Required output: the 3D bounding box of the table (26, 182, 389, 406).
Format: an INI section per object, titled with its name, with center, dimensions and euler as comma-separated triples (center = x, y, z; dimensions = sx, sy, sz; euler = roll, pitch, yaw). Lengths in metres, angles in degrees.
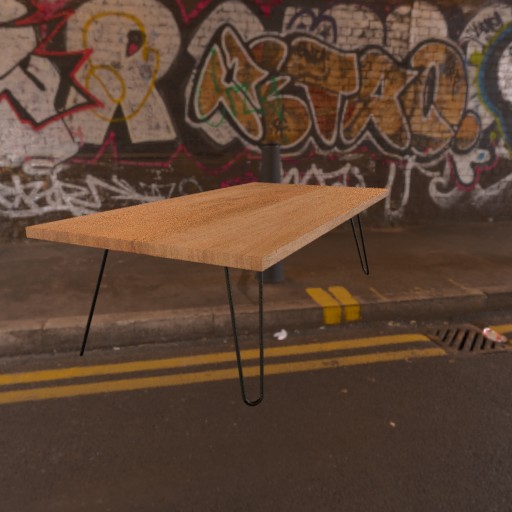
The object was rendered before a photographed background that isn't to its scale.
[table]
center = 0.000, 0.000, 1.661
dimensions = 0.699, 0.400, 1.348
euler = 7, 17, 26
